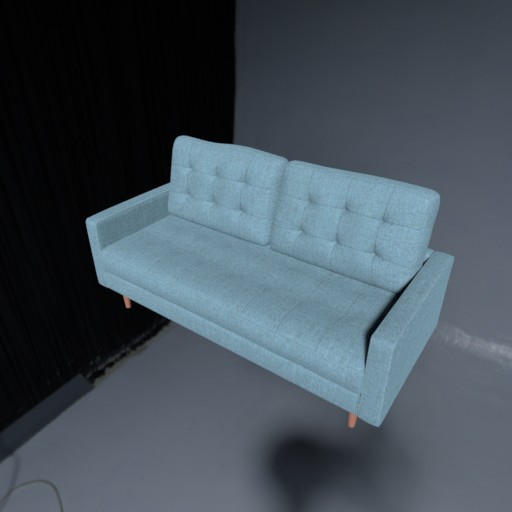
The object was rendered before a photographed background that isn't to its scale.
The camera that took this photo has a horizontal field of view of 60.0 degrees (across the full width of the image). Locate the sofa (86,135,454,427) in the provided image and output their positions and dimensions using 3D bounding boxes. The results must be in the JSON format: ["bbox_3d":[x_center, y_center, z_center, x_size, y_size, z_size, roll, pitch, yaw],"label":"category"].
[{"bbox_3d":[0.000,0.000,2.649,2.010,1.050,0.966,20,36,30],"label":"sofa"}]
